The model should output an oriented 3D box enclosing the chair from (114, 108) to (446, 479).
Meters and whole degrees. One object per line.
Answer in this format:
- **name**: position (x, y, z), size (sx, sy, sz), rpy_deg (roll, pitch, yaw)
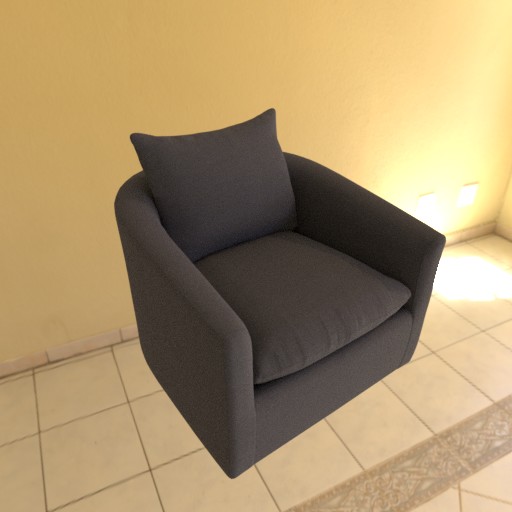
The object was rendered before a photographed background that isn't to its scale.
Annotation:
- **chair**: position (0.000, 0.000, 1.558), size (0.845, 0.848, 0.910), rpy_deg (-20, 36, -31)
